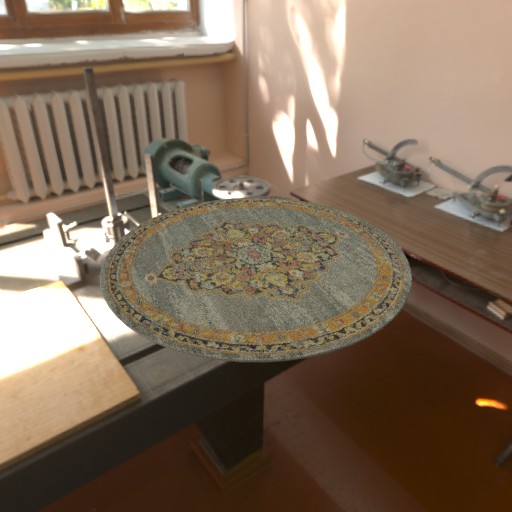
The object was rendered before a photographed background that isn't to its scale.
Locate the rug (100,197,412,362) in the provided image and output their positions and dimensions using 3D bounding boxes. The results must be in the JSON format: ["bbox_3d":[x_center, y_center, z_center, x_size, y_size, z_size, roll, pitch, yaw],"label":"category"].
[{"bbox_3d":[0.000,0.000,2.371,1.598,0.010,1.598,0,30,0],"label":"rug"}]
